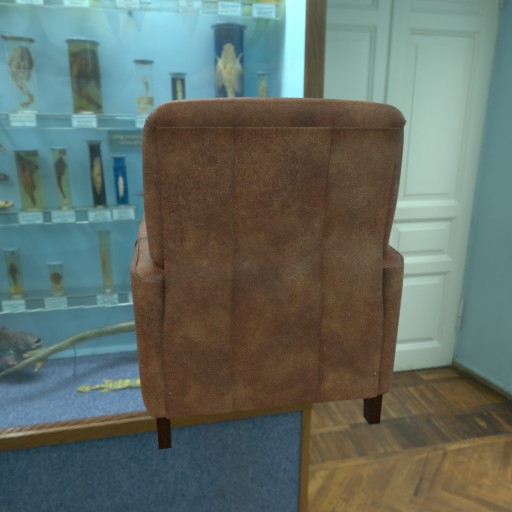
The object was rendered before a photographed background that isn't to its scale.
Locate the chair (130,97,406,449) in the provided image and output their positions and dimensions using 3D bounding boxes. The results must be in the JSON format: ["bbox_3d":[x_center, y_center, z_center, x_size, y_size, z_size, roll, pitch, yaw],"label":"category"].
[{"bbox_3d":[0.000,0.000,1.623,0.843,1.043,0.836,-3,16,-10],"label":"chair"}]
